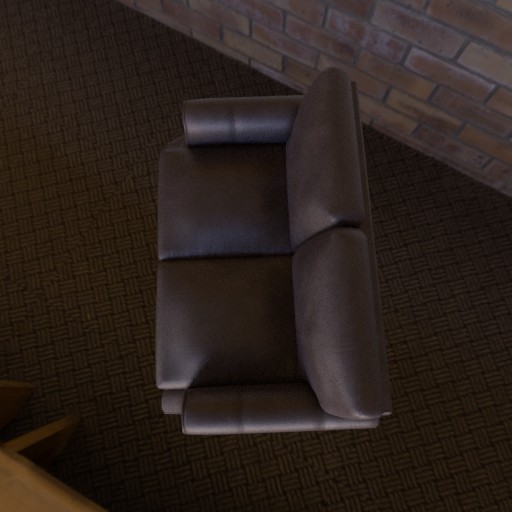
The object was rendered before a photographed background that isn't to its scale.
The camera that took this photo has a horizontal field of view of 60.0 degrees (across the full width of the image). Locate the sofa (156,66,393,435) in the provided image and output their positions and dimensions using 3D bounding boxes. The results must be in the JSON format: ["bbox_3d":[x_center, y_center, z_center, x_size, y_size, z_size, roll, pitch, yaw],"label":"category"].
[{"bbox_3d":[0.000,0.000,2.264,1.030,0.979,1.663,-2,76,-1],"label":"sofa"}]
